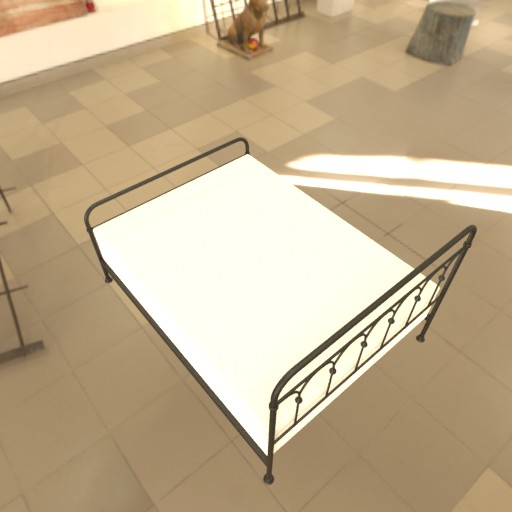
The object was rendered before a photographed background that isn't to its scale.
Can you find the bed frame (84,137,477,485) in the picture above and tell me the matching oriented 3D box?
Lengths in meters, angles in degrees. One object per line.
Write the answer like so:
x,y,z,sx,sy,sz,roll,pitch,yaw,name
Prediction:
0.000,0.000,3.238,1.664,1.276,2.203,-32,55,-26,bed frame
